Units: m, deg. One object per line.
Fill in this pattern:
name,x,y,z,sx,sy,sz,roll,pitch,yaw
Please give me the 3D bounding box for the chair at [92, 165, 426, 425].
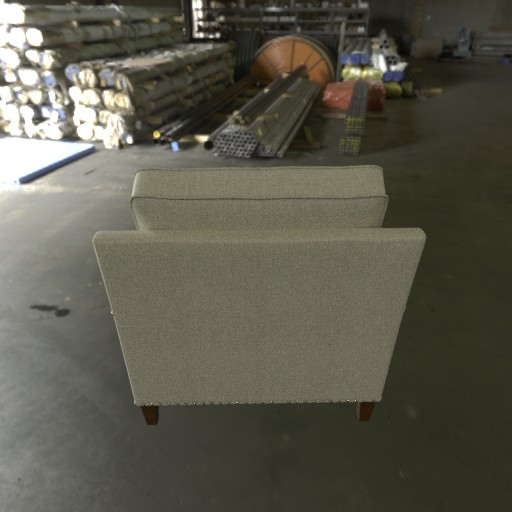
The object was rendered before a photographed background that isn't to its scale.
chair,0.000,0.000,1.707,0.853,0.943,1.014,-1,29,-1
